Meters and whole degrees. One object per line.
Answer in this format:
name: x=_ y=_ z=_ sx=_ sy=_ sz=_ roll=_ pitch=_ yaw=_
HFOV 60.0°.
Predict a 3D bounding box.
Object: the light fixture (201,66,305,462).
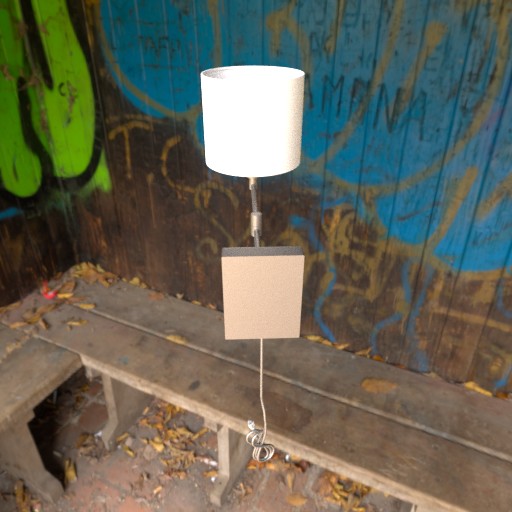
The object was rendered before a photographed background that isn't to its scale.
light fixture: x=0.000 y=0.000 z=0.901 sx=0.203 sy=0.651 sz=0.516 roll=-1 pitch=30 yaw=-2
